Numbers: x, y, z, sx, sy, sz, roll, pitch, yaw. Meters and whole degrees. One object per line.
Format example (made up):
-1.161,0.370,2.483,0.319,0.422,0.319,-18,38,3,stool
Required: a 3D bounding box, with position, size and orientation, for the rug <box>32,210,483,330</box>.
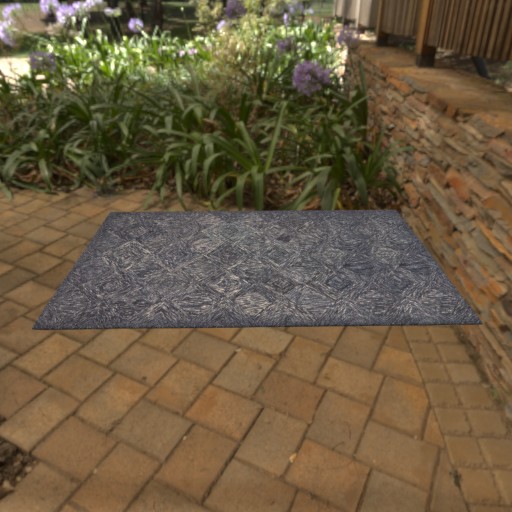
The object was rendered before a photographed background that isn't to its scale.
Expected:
0.000,0.000,2.210,1.754,0.010,1.139,-1,29,-1,rug
